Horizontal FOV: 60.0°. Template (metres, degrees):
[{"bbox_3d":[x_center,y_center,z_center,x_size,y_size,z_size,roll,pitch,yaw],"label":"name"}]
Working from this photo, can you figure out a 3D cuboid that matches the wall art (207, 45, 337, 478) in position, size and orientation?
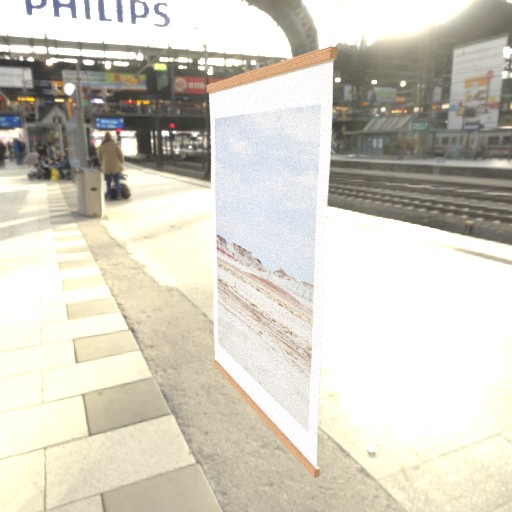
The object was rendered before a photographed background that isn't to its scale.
[{"bbox_3d":[0.000,0.000,1.948,0.025,1.521,1.011,-7,16,-27],"label":"wall art"}]
